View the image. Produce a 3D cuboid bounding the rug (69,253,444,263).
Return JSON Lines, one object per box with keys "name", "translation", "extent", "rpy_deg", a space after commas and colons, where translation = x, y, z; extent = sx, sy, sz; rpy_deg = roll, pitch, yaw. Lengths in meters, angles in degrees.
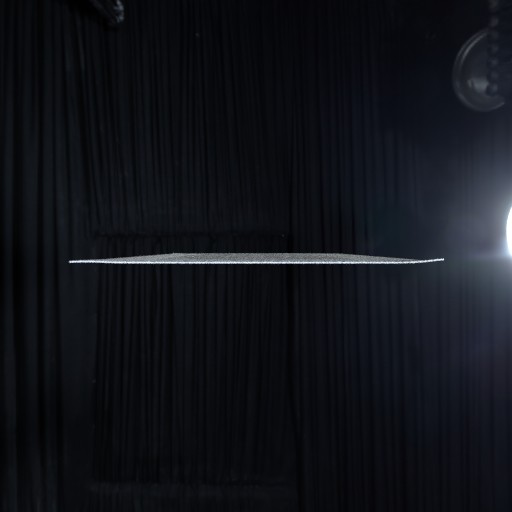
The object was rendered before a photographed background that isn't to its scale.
{"name": "rug", "translation": [0.000, 0.000, 2.329], "extent": [1.209, 0.019, 1.828], "rpy_deg": [0, 1, 0]}
